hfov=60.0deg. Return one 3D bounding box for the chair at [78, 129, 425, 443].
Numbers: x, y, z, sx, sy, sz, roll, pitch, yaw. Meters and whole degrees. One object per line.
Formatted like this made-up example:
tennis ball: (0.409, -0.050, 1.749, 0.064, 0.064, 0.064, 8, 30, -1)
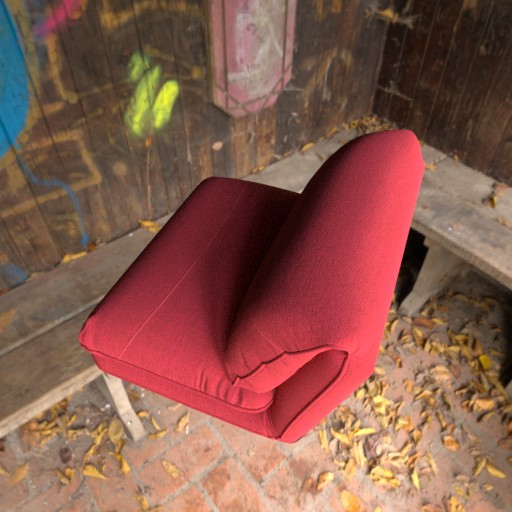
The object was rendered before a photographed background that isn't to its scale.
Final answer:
chair: (0.000, 0.000, 1.304, 0.780, 0.580, 0.820, 16, 48, 15)
